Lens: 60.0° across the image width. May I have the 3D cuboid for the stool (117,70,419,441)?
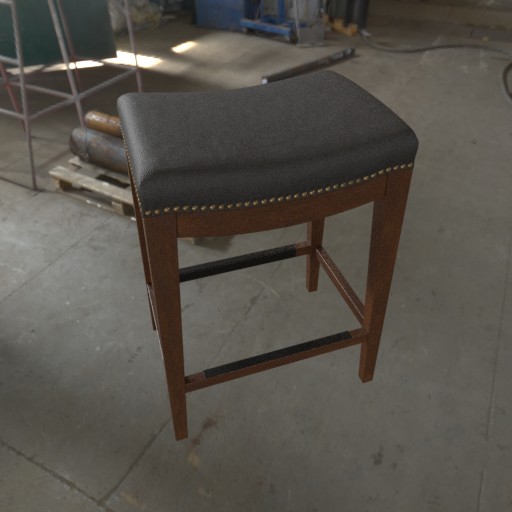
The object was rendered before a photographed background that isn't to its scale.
[{"bbox_3d":[0.000,0.000,0.949,0.490,0.664,0.353,-12,42,-14],"label":"stool"}]
